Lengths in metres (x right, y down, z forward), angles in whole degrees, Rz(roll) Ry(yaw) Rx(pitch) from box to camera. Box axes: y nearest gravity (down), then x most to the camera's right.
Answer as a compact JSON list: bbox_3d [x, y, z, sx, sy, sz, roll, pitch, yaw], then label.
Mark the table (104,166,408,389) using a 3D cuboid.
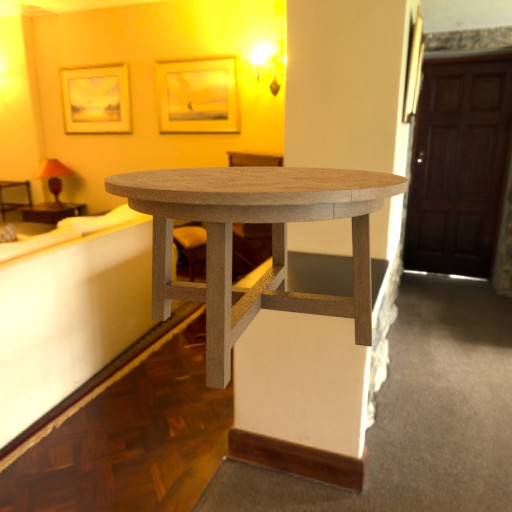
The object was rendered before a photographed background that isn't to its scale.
[{"bbox_3d":[0.000,0.000,2.126,1.319,0.762,1.319,0,15,0],"label":"table"}]
